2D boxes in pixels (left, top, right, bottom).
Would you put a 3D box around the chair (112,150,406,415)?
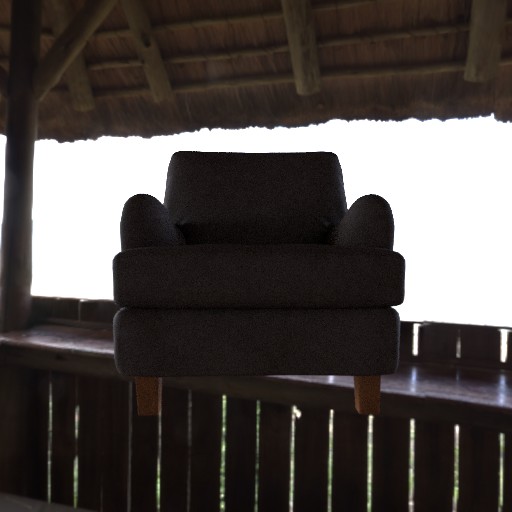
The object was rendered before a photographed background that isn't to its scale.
[{"bbox_3d":[0.000,0.000,1.843,0.955,0.997,1.070,0,0,-1],"label":"chair"}]
